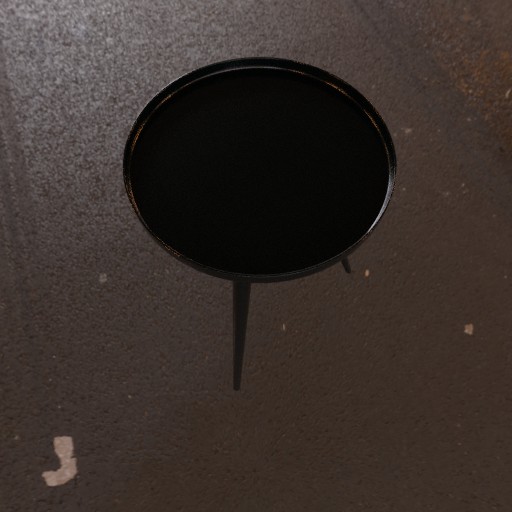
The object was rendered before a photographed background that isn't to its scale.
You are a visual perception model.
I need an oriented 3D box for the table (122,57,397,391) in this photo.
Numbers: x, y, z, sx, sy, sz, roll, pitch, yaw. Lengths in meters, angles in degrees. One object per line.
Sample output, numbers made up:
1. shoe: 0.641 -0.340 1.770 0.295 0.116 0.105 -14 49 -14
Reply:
1. table: 0.000 0.000 0.836 0.403 0.548 0.415 16 65 8
